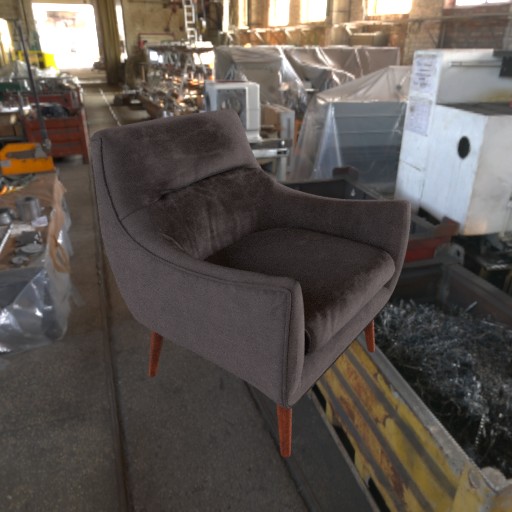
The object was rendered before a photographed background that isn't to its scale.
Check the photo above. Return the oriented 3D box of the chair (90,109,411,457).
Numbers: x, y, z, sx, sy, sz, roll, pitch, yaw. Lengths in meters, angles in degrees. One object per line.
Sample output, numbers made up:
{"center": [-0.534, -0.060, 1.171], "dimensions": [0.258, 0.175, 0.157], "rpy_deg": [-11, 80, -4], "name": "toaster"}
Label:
{"center": [0.000, 0.000, 1.469], "dimensions": [0.787, 0.838, 0.762], "rpy_deg": [18, 31, 33], "name": "chair"}
